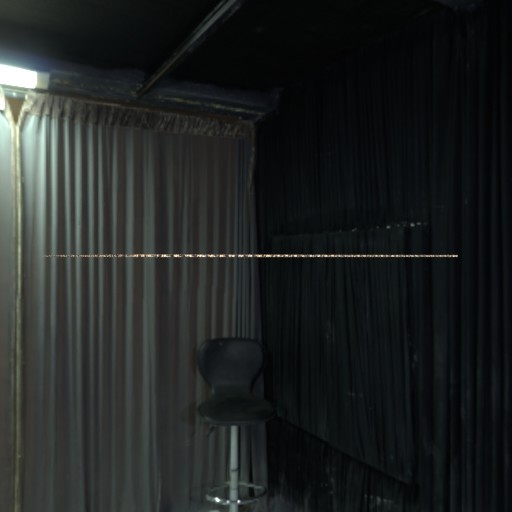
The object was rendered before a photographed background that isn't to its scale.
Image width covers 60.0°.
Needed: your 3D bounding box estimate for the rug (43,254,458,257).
[{"bbox_3d":[0.000,0.000,2.322,1.828,0.008,1.219,0,0,-37],"label":"rug"}]
